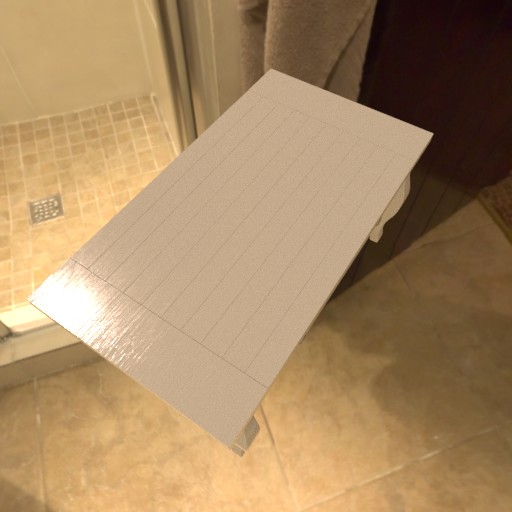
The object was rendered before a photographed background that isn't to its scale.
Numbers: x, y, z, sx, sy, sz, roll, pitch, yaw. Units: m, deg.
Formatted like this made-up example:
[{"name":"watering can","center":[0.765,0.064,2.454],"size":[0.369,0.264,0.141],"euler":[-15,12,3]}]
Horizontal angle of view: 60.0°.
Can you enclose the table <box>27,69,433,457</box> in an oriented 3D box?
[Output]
[{"name":"table","center":[0.000,0.000,1.395],"size":[0.600,0.495,1.062],"euler":[29,62,18]}]
